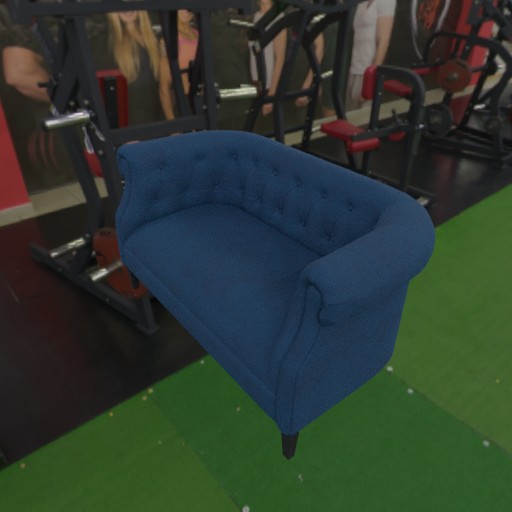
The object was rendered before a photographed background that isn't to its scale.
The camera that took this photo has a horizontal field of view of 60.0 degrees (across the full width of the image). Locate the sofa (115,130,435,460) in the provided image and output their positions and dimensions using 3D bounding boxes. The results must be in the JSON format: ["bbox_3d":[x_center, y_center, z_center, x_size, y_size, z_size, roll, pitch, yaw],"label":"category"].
[{"bbox_3d":[0.000,0.000,2.092,0.835,0.827,1.558,-23,39,-31],"label":"sofa"}]
